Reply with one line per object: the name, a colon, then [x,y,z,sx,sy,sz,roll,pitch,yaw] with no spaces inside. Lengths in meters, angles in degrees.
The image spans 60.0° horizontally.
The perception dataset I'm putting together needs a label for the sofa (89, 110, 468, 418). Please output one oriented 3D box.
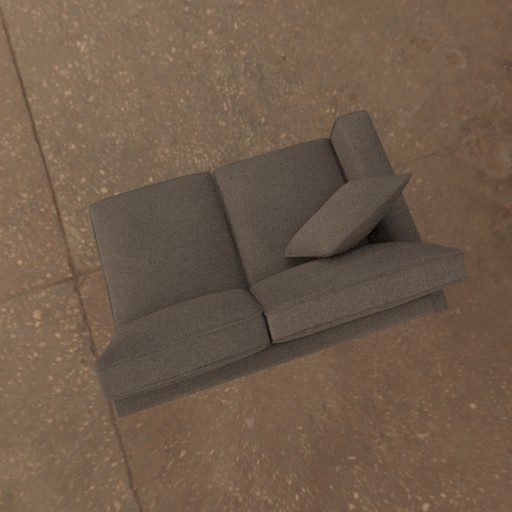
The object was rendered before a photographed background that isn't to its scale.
sofa: [0.000,0.000,2.030,1.388,0.989,0.991,-17,76,-4]
